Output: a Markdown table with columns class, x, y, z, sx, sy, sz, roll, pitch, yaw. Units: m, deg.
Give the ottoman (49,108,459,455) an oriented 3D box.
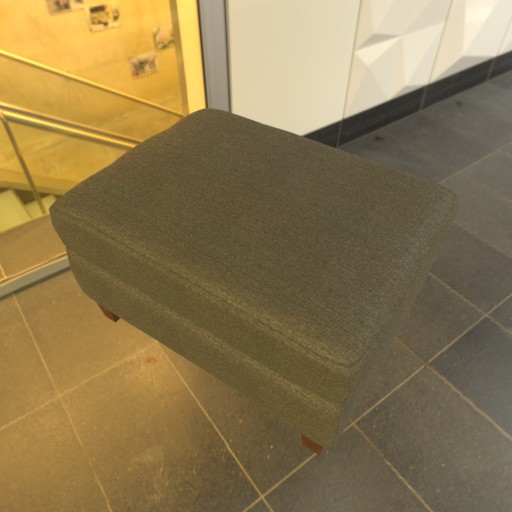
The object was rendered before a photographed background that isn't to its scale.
| class | x | y | z | sx | sy | sz | roll | pitch | yaw |
| --- | --- | --- | --- | --- | --- | --- | --- | --- | --- |
| ottoman | 0.000 | 0.000 | 1.202 | 0.826 | 0.496 | 0.639 | 26 | 51 | 23 |
